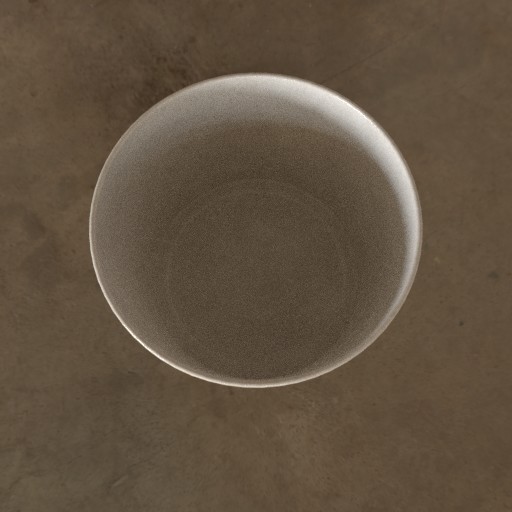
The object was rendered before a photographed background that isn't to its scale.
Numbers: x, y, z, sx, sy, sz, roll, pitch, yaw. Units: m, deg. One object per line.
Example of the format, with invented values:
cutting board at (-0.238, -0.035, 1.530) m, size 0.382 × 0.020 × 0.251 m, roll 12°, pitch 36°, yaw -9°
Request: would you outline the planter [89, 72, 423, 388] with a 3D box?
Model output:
planter at (0.000, 0.000, 0.340) m, size 0.190 × 0.181 × 0.190 m, roll 0°, pitch 75°, yaw 0°
